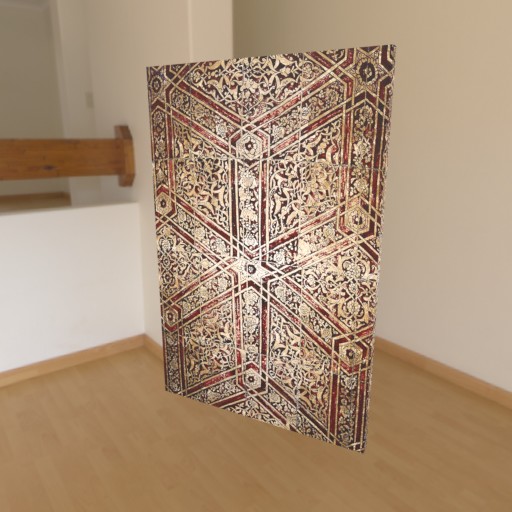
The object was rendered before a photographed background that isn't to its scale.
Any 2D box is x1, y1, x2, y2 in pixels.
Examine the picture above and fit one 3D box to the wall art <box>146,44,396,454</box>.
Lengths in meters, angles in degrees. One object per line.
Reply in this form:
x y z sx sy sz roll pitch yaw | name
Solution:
0.000 0.000 0.726 0.397 0.599 0.020 8 17 26 | wall art
